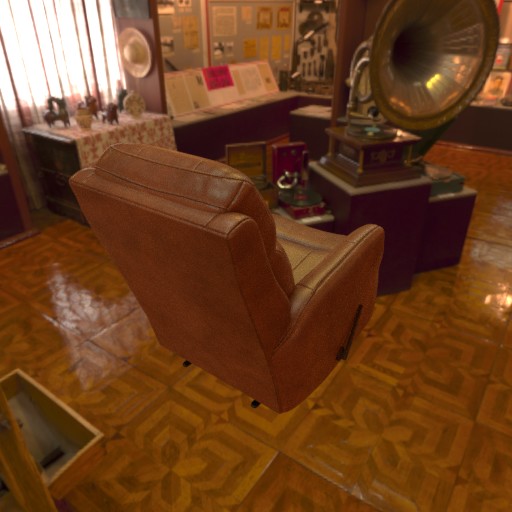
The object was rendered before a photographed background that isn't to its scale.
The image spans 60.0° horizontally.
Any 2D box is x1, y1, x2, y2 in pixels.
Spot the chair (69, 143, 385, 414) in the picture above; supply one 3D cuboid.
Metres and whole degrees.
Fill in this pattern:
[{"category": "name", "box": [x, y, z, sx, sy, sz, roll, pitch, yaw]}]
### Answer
[{"category": "chair", "box": [0.000, 0.000, 1.789, 0.821, 1.016, 1.072, 20, 35, 32]}]
